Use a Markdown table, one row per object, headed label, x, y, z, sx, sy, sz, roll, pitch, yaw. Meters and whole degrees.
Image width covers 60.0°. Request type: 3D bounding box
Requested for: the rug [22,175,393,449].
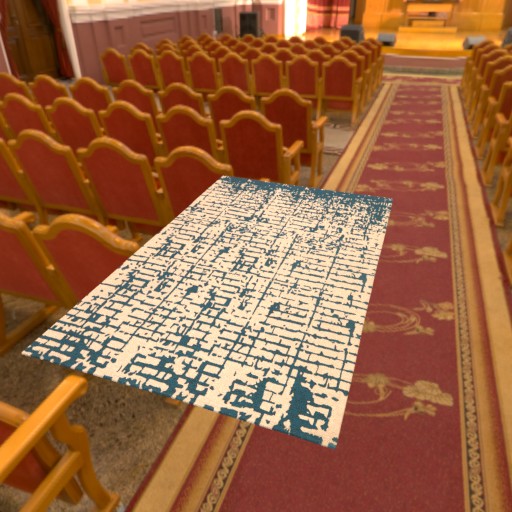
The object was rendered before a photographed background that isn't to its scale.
| label | x | y | z | sx | sy | sz | roll | pitch | yaw |
| --- | --- | --- | --- | --- | --- | --- | --- | --- | --- |
| rug | 0.000 | 0.000 | 2.879 | 1.517 | 0.011 | 2.435 | 11 | 33 | 17 |
